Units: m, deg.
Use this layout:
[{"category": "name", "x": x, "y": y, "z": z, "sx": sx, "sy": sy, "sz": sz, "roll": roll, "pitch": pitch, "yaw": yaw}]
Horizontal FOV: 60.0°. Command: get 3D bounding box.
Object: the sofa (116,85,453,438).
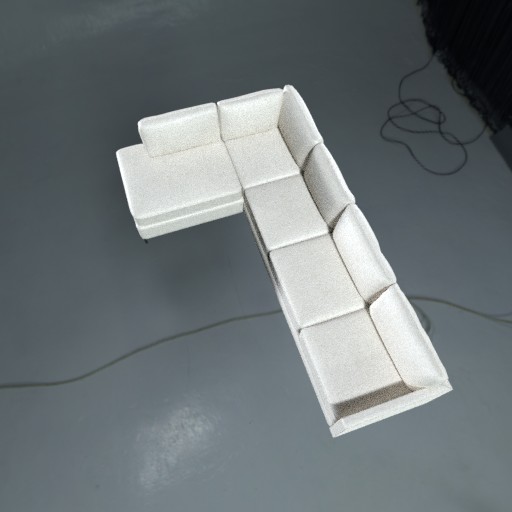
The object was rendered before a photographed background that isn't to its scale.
[{"category": "sofa", "x": 0.000, "y": 0.000, "z": 4.190, "sx": 2.048, "sy": 0.996, "sz": 3.384, "roll": -17, "pitch": 64, "yaw": -9}]
